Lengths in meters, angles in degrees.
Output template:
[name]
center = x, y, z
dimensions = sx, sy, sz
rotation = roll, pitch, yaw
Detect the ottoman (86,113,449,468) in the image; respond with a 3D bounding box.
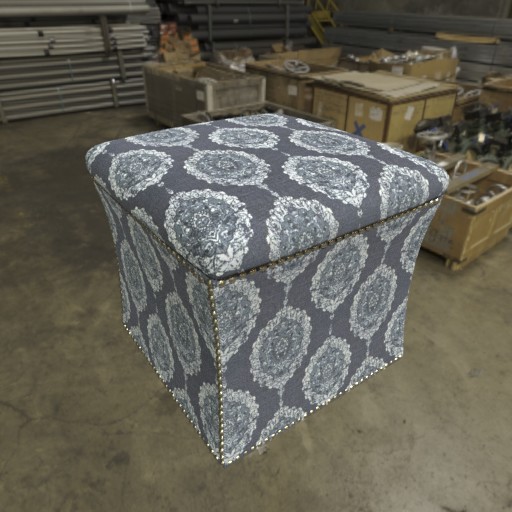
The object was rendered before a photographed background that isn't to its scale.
[ottoman]
center = 0.000, 0.000, 0.910
dimensions = 0.497, 0.475, 0.507
rotation = -20, 36, -30
